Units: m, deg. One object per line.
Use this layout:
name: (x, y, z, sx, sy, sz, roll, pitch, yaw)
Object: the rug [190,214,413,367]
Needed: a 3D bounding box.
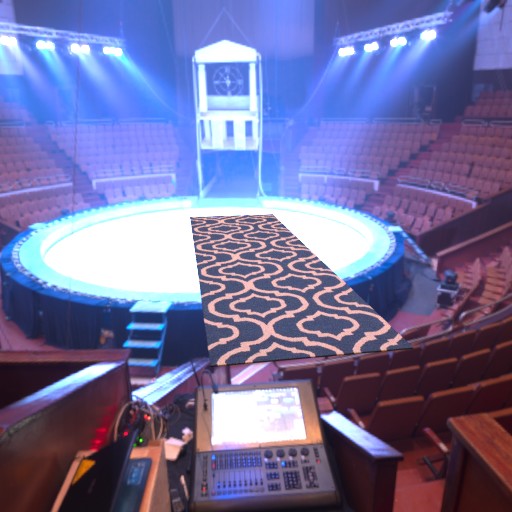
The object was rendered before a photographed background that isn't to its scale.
rug: (0.000, 0.000, 2.528, 0.685, 0.006, 2.296, -3, 17, -9)
